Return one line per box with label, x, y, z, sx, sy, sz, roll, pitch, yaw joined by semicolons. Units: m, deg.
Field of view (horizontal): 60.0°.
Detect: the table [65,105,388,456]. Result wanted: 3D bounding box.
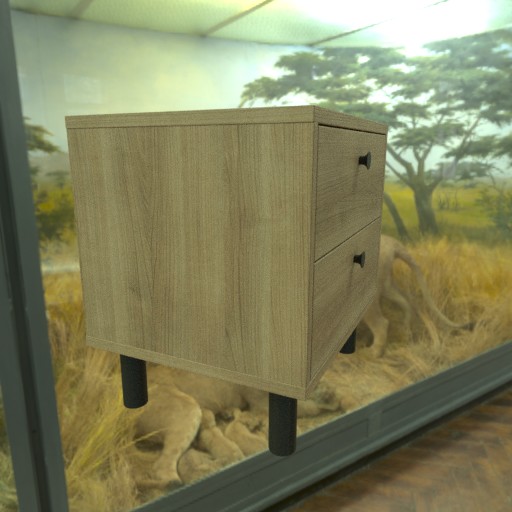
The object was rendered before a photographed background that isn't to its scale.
table;0.000;0.000;0.788;0.380;0.460;0.445;6;15;25
